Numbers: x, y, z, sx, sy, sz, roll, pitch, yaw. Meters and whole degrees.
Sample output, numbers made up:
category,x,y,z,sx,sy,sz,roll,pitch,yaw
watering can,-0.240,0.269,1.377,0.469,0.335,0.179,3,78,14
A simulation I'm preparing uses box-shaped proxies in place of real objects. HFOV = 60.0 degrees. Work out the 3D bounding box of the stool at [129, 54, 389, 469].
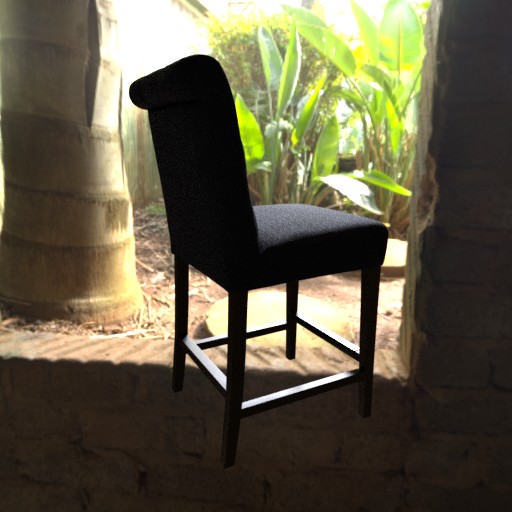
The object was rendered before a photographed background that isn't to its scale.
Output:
category,x,y,z,sx,sy,sz,roll,pitch,yaw
stool,0.000,0.000,1.320,0.601,1.010,0.493,-8,17,-27
